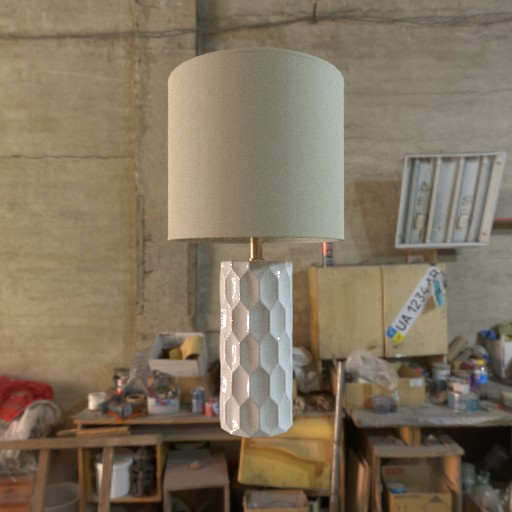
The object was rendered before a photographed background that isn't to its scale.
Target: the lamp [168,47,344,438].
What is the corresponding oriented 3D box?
[{"bbox_3d":[0.000,0.000,0.708,0.277,0.537,0.277,0,0,-36],"label":"lamp"}]
